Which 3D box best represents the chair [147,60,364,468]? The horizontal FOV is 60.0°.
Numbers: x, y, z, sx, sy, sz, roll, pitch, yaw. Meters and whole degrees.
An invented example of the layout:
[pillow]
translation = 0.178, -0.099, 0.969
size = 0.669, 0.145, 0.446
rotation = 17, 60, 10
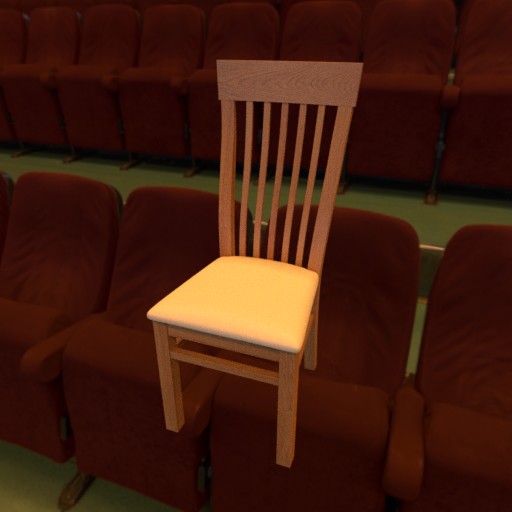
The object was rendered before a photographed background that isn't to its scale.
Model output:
[chair]
translation = 0.000, 0.000, 1.338
size = 0.450, 1.050, 0.580
rotation = 9, 28, 18
